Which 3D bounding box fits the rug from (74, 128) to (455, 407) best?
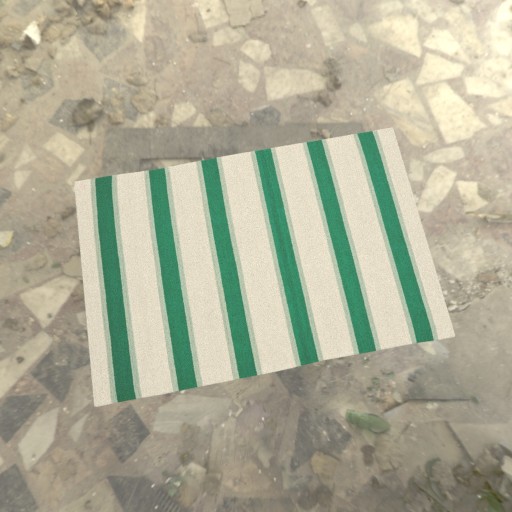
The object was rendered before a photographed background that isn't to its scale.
[{"bbox_3d":[0.000,0.000,2.357,1.829,0.012,1.210,-10,75,-3],"label":"rug"}]
